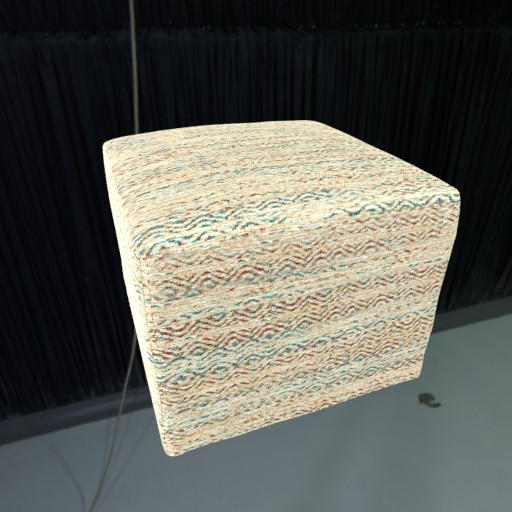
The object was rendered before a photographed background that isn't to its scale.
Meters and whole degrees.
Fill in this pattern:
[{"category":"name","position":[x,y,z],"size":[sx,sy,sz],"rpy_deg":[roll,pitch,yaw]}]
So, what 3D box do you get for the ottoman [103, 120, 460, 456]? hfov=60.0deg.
[{"category":"ottoman","position":[0.000,0.000,0.903],"size":[0.512,0.453,0.521],"rpy_deg":[-11,32,-18]}]
